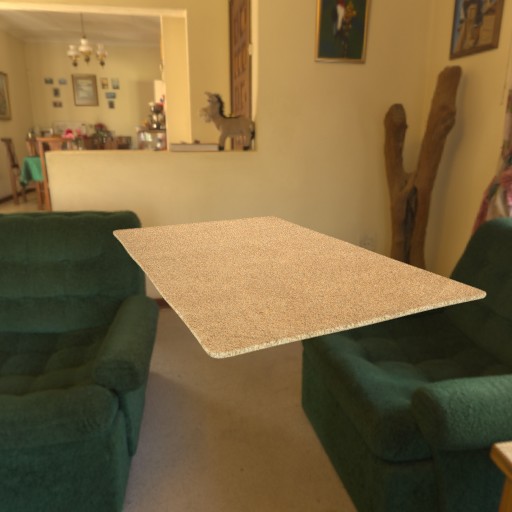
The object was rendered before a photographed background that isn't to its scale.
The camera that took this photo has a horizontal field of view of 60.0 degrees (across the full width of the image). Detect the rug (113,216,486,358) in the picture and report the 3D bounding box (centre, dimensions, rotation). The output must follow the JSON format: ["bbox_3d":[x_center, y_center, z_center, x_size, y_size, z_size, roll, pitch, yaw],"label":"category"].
[{"bbox_3d":[0.000,0.000,2.962,1.500,0.025,2.349,-8,18,-25],"label":"rug"}]
